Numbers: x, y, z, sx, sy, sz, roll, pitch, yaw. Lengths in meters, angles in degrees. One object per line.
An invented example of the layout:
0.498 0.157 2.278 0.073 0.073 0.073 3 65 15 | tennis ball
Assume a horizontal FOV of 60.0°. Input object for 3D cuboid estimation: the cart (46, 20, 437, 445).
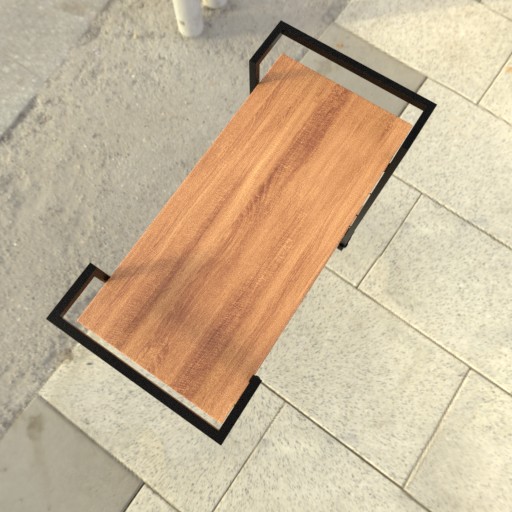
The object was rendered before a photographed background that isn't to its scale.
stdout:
0.000 0.000 1.247 0.406 0.762 0.806 33 77 8 | cart
